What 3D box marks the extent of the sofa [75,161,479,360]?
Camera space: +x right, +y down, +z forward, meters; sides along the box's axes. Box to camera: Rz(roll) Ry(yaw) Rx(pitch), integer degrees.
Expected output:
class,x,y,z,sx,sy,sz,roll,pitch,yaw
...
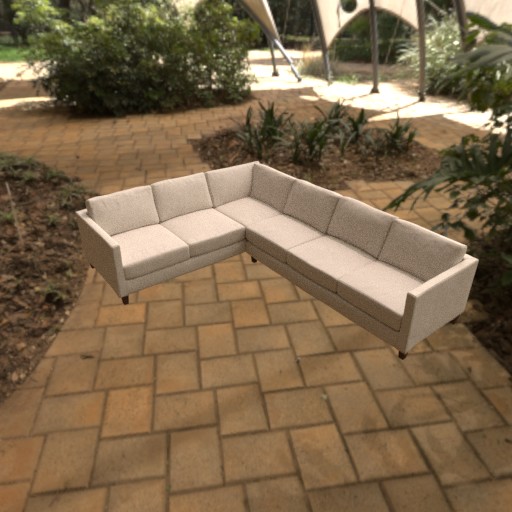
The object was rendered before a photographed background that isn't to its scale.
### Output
class,x,y,z,sx,sy,sz,roll,pitch,yaw
sofa,0.000,0.000,4.378,2.432,0.863,3.182,-21,35,-32
